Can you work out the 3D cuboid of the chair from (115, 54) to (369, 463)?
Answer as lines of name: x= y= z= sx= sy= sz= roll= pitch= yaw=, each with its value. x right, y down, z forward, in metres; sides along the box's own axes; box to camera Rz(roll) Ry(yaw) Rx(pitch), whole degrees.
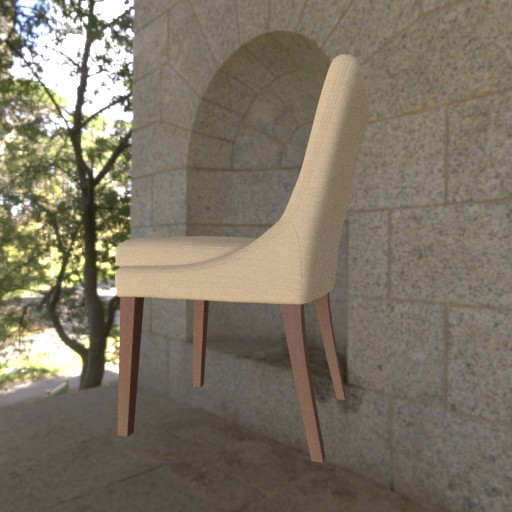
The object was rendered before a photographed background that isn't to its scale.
chair: x=0.000 y=0.000 z=1.294 sx=0.638 sy=0.940 sz=0.515 roll=0 pitch=0 yaw=18
